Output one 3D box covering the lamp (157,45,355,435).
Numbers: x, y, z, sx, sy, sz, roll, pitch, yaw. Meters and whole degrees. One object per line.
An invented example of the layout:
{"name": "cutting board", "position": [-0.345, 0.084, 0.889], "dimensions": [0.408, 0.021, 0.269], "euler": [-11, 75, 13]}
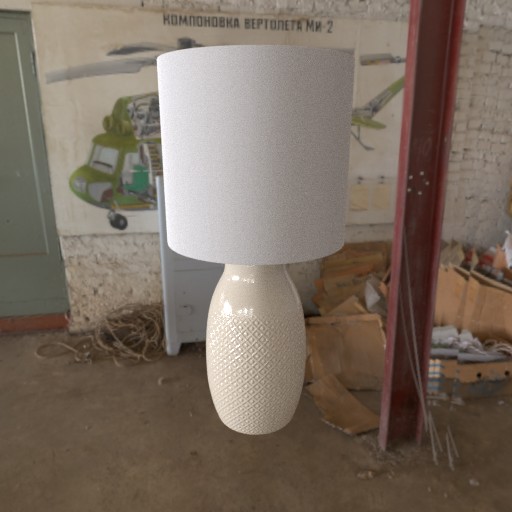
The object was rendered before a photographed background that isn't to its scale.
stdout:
{"name": "lamp", "position": [0.000, 0.000, 0.559], "dimensions": [0.217, 0.453, 0.217], "euler": [8, 18, 25]}
